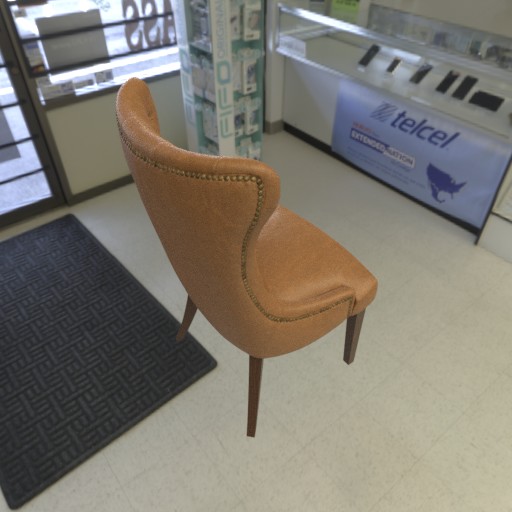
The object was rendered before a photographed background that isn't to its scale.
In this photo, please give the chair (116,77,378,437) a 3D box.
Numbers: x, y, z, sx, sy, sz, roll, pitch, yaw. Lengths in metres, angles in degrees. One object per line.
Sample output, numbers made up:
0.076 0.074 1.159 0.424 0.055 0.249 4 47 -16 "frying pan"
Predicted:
0.000 0.000 1.427 0.669 1.065 0.611 -26 48 -26 "chair"
